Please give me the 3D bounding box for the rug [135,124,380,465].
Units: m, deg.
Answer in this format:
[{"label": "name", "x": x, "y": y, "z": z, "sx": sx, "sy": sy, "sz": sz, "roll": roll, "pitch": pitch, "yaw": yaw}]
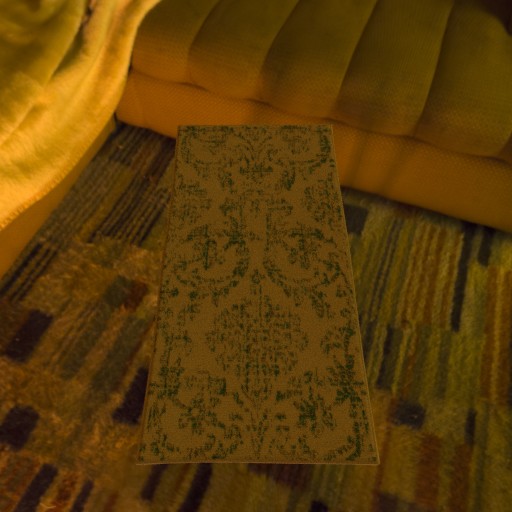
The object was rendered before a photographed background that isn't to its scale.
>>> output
[{"label": "rug", "x": 0.000, "y": 0.000, "z": 1.416, "sx": 0.605, "sy": 0.007, "sz": 1.220, "roll": 0, "pitch": 58, "yaw": 0}]
